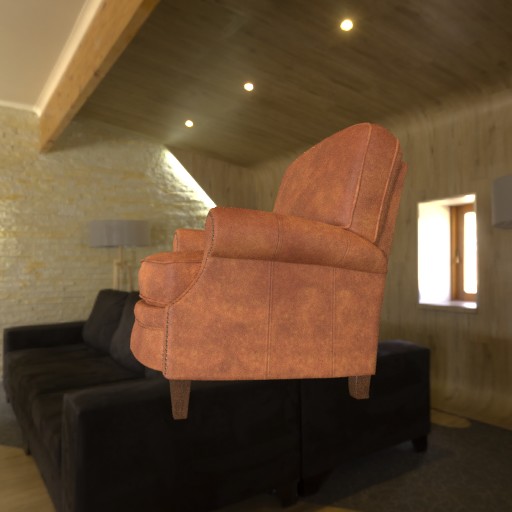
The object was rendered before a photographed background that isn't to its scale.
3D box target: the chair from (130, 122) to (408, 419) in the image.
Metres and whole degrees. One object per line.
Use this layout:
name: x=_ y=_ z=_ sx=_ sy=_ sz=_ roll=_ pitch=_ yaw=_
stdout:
chair: x=0.000 y=0.000 z=1.816 sx=0.986 sy=1.018 sz=0.936 roll=1 pitch=-2 yaw=-18
